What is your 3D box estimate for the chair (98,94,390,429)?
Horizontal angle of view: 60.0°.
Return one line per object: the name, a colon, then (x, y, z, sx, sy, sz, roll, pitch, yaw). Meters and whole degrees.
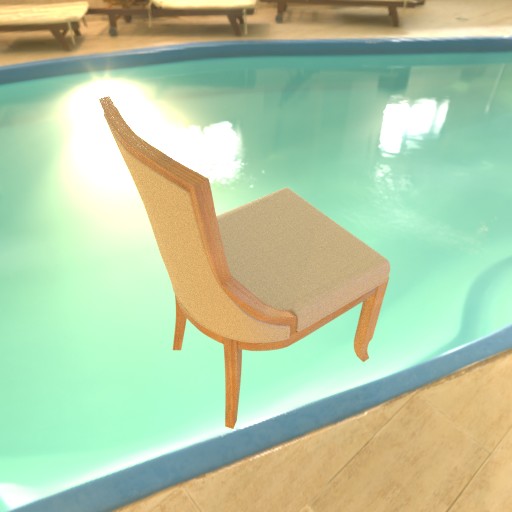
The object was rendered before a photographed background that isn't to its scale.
chair: (0.000, 0.000, 1.322, 0.641, 0.947, 0.524, -25, 47, -26)
